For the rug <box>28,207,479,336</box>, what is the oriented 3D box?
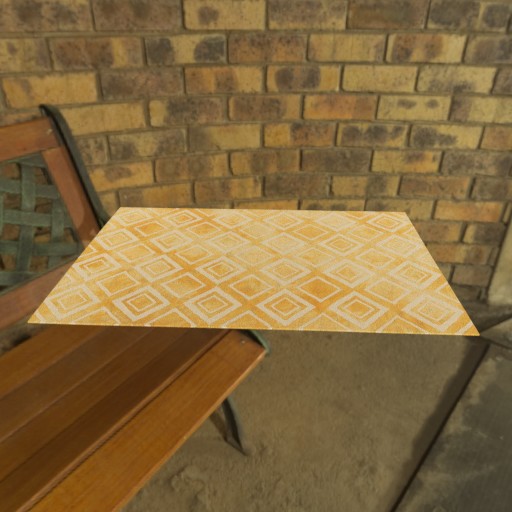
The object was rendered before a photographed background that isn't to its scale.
[{"bbox_3d":[0.000,0.000,2.309,1.829,0.010,1.213,1,29,2],"label":"rug"}]
